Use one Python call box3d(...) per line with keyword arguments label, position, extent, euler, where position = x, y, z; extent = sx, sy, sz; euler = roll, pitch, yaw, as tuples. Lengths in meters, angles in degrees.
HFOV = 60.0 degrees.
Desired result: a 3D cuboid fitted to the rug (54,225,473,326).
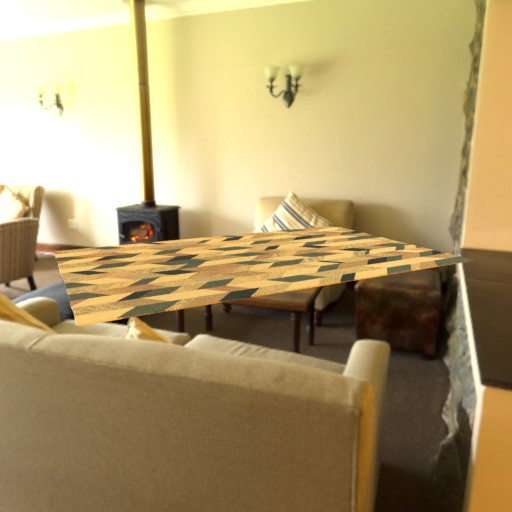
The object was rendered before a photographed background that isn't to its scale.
box3d(label="rug", position=(0.000, 0.000, 3.000), extent=(2.423, 0.008, 1.513), euler=(-7, 15, -26))
